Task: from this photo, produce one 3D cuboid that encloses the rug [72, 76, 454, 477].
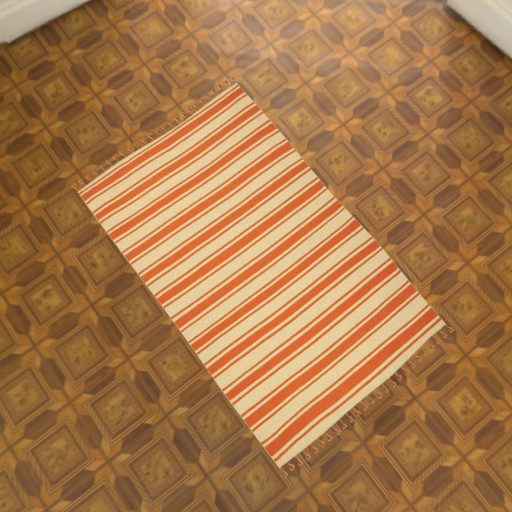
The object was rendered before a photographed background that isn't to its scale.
[{"bbox_3d":[0.000,0.000,2.595,1.232,0.017,2.092,-37,79,-8],"label":"rug"}]
